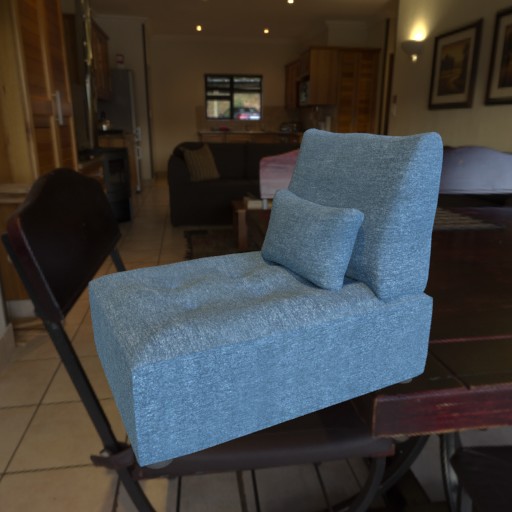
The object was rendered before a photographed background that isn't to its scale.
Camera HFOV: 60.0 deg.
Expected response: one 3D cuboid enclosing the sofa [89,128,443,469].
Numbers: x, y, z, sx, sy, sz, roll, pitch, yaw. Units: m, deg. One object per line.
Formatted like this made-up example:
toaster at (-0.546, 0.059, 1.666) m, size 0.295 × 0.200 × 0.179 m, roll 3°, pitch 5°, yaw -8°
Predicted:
sofa at (0.000, 0.000, 1.484) m, size 1.000 × 0.820 × 0.700 m, roll -8°, pitch 18°, yaw -26°
